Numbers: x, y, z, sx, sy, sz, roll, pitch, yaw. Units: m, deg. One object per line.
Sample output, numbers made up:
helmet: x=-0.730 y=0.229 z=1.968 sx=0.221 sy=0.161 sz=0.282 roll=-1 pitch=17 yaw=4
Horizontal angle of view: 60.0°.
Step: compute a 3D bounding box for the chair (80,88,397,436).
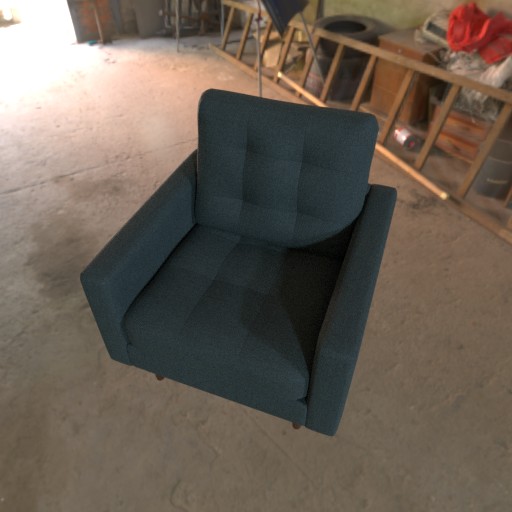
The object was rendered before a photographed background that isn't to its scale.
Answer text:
chair: x=0.000 y=0.000 z=1.535 sx=0.821 sy=0.880 sz=0.843 roll=14 pitch=45 yaw=15
